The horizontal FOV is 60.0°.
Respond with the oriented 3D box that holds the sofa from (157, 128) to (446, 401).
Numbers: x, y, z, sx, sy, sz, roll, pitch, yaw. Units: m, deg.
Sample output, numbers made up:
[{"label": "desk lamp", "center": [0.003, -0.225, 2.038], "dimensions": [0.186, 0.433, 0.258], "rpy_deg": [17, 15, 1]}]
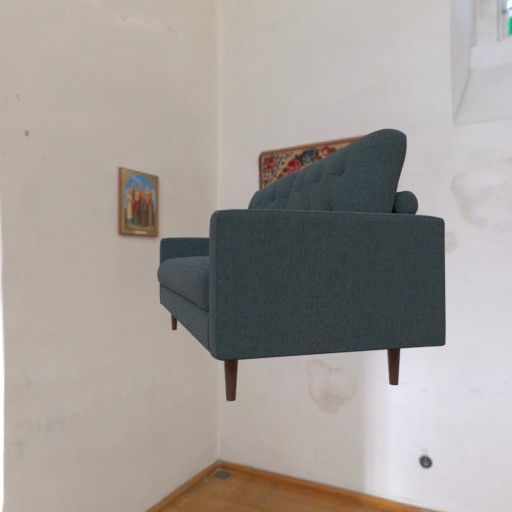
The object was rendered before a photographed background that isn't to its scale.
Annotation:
[{"label": "sofa", "center": [0.000, 0.000, 2.511], "dimensions": [0.966, 1.050, 2.010], "rpy_deg": [0, -1, -17]}]
